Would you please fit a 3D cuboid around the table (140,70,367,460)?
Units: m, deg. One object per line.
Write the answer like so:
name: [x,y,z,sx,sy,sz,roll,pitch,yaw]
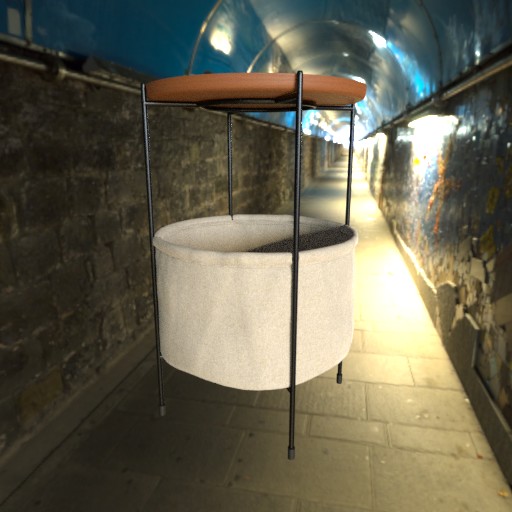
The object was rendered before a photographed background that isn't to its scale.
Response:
table: [0.000,0.000,0.871,0.393,0.623,0.393,7,16,26]
